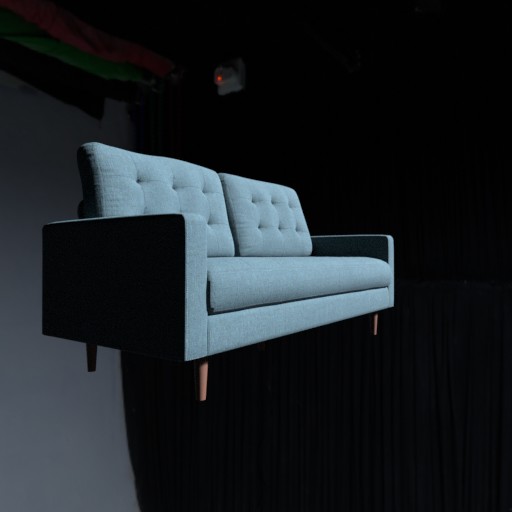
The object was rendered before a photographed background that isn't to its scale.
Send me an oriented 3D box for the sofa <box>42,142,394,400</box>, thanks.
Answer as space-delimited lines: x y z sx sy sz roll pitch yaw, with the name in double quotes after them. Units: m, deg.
0.000 0.000 2.506 0.966 1.050 2.010 0 0 36 "sofa"
